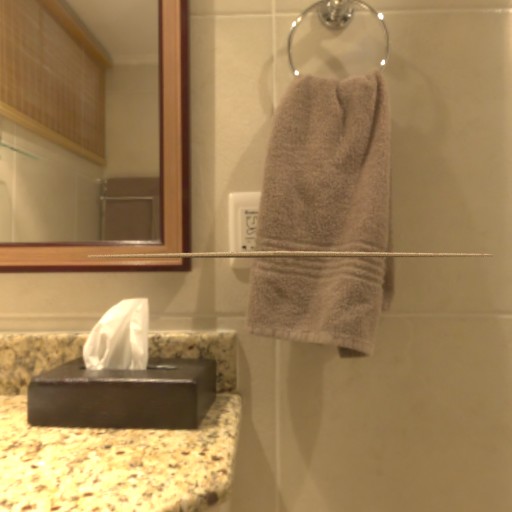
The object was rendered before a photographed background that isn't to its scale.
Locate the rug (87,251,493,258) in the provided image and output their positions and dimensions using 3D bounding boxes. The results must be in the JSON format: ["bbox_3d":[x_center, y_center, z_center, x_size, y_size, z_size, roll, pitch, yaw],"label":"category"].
[{"bbox_3d":[0.000,0.000,3.451,1.819,0.018,2.746,0,-1,-36],"label":"rug"}]
